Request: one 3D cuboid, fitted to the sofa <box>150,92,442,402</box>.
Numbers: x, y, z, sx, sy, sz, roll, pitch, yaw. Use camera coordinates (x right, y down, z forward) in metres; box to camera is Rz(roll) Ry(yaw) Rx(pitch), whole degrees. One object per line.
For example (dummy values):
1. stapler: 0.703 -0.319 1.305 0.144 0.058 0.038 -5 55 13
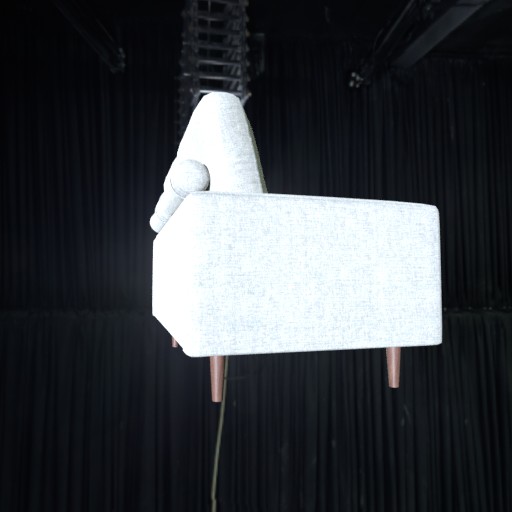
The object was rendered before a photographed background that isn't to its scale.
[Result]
1. sofa: 0.000 0.000 1.919 0.842 0.907 1.407 1 -3 -17
